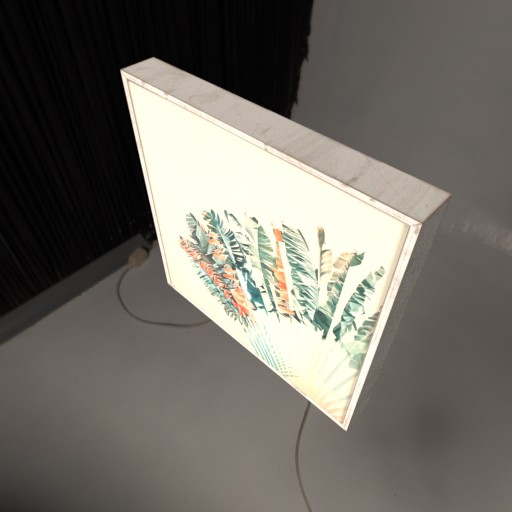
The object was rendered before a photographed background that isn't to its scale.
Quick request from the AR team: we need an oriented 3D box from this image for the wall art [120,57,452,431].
[{"bbox_3d":[0.000,0.000,0.452,0.305,0.303,0.038,34,55,28],"label":"wall art"}]
